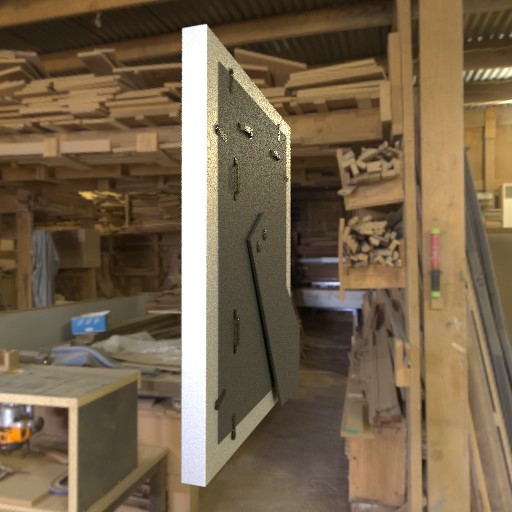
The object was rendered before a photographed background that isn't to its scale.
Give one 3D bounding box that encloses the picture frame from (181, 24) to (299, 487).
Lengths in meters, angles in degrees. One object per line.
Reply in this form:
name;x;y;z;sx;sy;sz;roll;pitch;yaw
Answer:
picture frame;0.000;0.000;0.517;0.036;0.386;0.307;0;-1;18
